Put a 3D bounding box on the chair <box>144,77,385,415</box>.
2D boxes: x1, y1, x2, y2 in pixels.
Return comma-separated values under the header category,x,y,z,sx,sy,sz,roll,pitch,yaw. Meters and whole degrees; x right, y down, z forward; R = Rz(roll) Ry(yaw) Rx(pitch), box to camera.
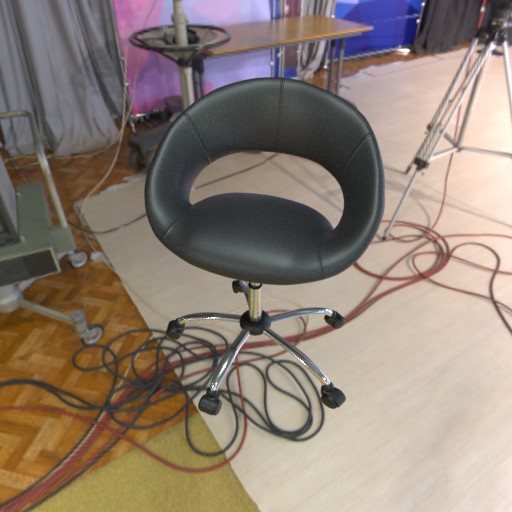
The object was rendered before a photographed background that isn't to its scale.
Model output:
category,x,y,z,sx,sy,sz,roll,pitch,yaw
chair,0.000,0.000,1.182,0.612,0.791,0.538,12,41,14
